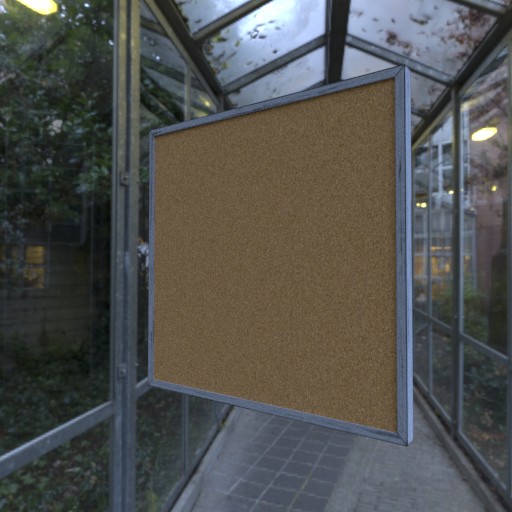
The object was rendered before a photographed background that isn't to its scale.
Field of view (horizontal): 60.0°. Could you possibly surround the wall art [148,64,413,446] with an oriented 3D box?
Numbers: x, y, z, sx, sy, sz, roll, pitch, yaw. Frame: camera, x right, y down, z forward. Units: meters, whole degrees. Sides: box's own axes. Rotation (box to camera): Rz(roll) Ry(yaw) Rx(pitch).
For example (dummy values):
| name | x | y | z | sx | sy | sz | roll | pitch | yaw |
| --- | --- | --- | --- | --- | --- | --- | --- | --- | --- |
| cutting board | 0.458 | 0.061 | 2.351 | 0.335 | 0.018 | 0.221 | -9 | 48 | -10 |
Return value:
| name | x | y | z | sx | sy | sz | roll | pitch | yaw |
| --- | --- | --- | --- | --- | --- | --- | --- | --- | --- |
| wall art | 0.000 | 0.000 | 1.117 | 0.761 | 0.761 | 0.037 | -1 | -1 | 35 |
